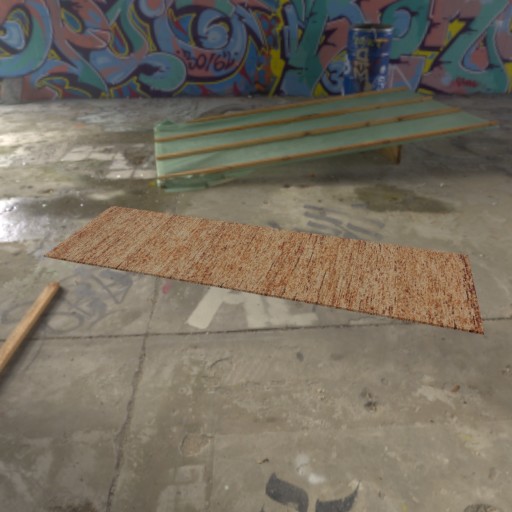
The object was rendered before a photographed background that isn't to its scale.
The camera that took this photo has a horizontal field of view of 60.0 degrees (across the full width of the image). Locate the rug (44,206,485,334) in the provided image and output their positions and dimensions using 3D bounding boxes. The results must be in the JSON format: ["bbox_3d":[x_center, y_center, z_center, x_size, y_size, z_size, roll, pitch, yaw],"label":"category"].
[{"bbox_3d":[0.000,0.000,2.439,2.237,0.014,0.680,9,32,14],"label":"rug"}]
